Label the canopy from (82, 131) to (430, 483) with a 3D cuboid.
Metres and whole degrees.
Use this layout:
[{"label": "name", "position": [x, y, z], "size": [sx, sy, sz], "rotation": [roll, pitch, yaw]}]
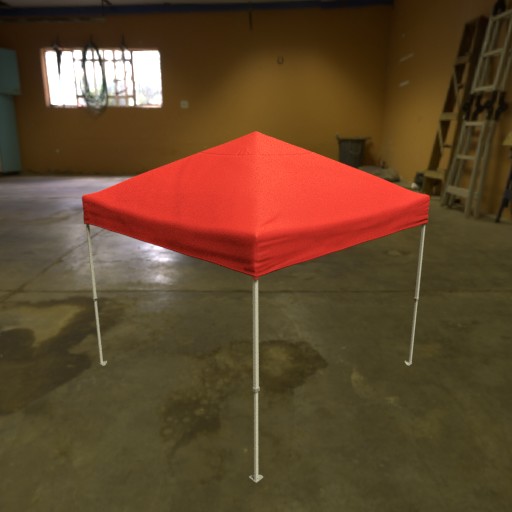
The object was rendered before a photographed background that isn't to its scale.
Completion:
[{"label": "canopy", "position": [0.000, 0.000, 5.538], "size": [2.996, 2.997, 2.998], "rotation": [15, 22, 43]}]
